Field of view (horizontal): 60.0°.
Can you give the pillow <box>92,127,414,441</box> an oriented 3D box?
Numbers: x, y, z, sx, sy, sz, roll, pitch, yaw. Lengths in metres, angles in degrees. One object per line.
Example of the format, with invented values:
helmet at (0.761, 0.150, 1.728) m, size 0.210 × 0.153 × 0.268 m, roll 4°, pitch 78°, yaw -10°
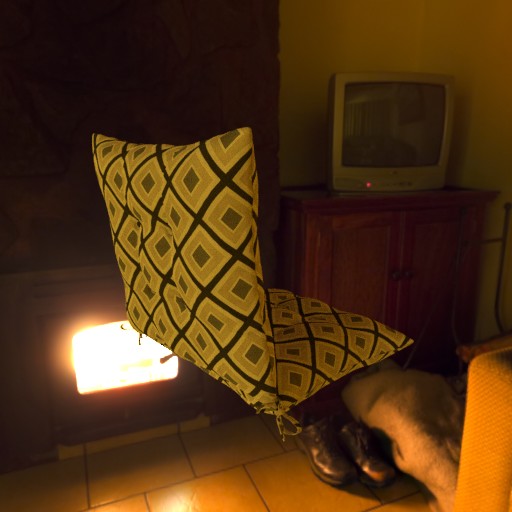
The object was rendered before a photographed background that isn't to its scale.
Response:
pillow at (0.000, 0.000, 1.004) m, size 0.585 × 0.536 × 0.541 m, roll -12°, pitch 18°, yaw -41°
